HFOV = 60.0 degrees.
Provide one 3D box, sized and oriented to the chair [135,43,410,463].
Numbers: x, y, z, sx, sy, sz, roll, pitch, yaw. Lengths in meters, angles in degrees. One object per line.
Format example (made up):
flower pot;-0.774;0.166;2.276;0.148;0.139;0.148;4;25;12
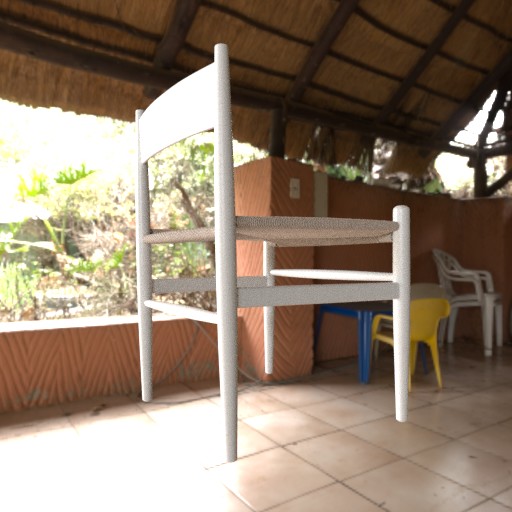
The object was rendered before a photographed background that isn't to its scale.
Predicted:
chair;0.000;0.000;1.105;0.495;0.762;0.556;0;-1;-34
